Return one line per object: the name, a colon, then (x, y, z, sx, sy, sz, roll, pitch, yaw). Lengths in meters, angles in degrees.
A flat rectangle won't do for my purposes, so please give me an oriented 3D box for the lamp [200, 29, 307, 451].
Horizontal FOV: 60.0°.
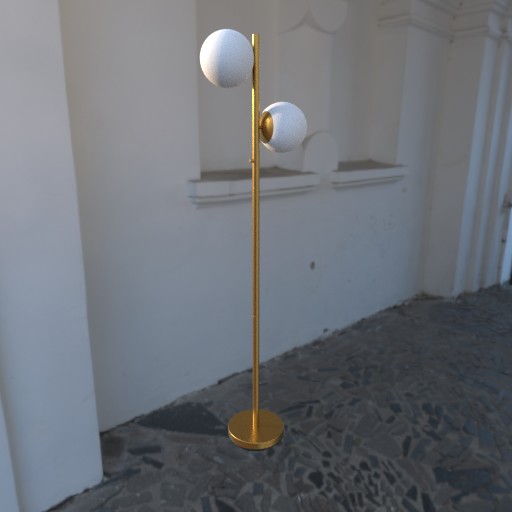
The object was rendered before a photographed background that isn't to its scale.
lamp: (0.000, 0.000, 1.788, 0.419, 1.641, 0.249, -8, 16, -27)
